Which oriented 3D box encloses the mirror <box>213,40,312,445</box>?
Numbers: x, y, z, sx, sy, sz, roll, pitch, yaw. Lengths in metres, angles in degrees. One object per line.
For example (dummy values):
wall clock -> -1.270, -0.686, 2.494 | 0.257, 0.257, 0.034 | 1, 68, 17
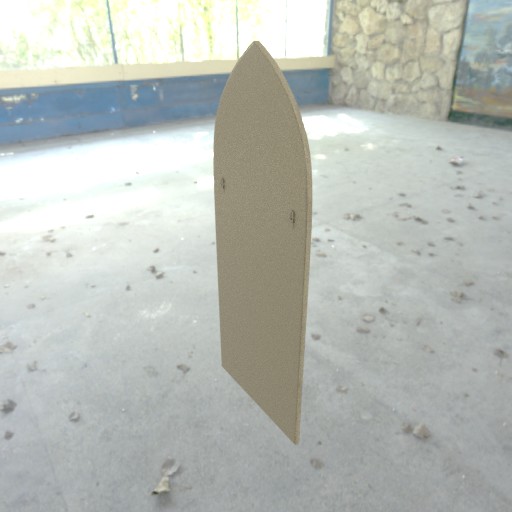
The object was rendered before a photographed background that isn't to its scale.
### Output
mirror -> 0.000, 0.000, 1.343 | 0.025, 1.175, 0.464 | -17, 31, -31
